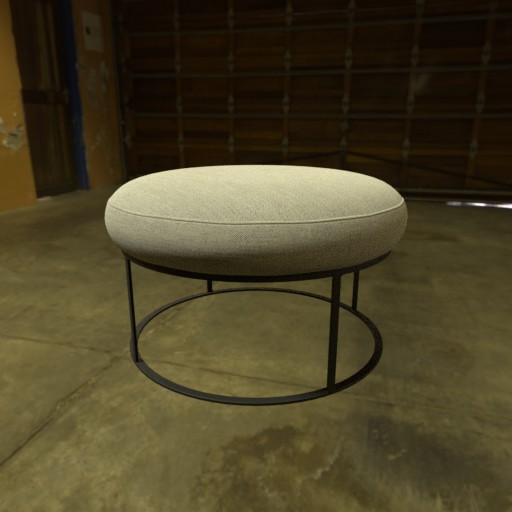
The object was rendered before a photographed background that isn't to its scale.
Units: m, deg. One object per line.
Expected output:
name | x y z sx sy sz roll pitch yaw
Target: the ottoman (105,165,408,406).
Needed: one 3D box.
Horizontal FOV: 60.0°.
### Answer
ottoman | 0.000 0.000 1.220 0.769 0.459 0.769 0 16 0
